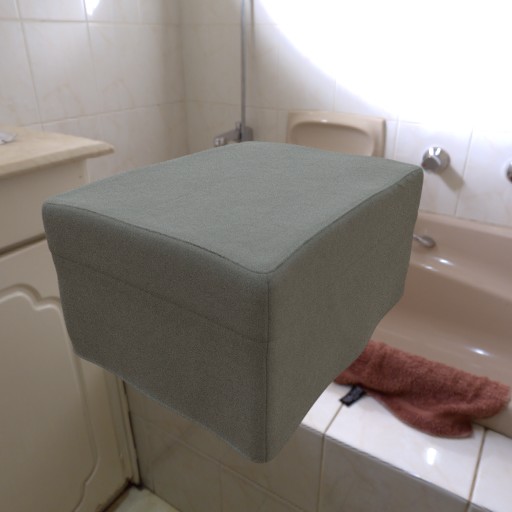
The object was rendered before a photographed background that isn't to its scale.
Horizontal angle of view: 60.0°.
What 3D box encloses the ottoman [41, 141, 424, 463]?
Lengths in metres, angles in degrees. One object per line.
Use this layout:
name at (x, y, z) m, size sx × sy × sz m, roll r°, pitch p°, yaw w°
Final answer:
ottoman at (0.000, 0.000, 1.232) m, size 0.648 × 0.461 × 0.833 m, roll 17°, pitch 31°, yaw 31°
